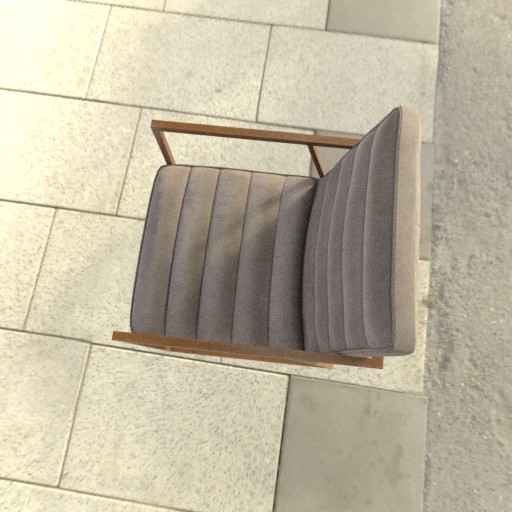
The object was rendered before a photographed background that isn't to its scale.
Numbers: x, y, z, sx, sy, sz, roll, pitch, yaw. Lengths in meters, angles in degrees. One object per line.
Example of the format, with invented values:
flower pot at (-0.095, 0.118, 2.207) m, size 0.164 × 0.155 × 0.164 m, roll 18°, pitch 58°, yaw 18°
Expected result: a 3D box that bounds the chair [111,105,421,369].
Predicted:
chair at (0.000, 0.000, 1.291) m, size 0.682 × 0.843 × 0.578 m, roll 6°, pitch 76°, yaw 2°
